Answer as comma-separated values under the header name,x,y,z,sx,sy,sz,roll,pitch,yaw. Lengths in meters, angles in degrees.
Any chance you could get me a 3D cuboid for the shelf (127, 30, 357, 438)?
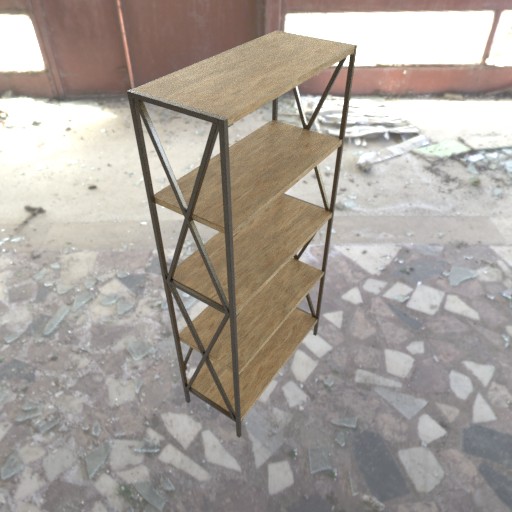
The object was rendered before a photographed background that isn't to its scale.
name,x,y,z,sx,sy,sz,roll,pitch,yaw
shelf,0.000,0.000,2.176,0.386,1.803,0.874,24,46,26
